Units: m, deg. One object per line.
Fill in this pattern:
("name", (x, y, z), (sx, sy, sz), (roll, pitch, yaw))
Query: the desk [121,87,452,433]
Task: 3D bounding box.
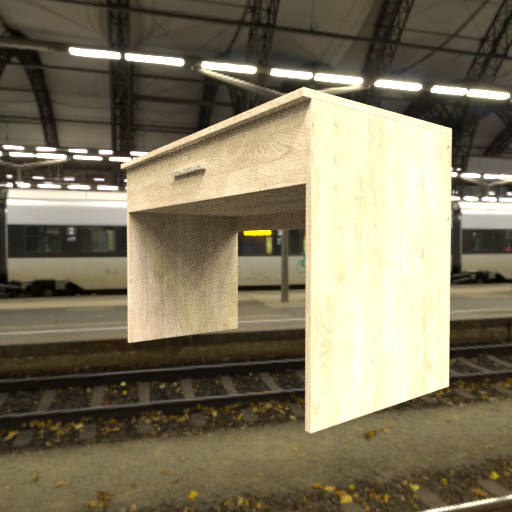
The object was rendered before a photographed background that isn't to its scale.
("desk", (0.000, 0.000, 1.533), (0.560, 0.730, 1.100), (-1, 2, -36))
